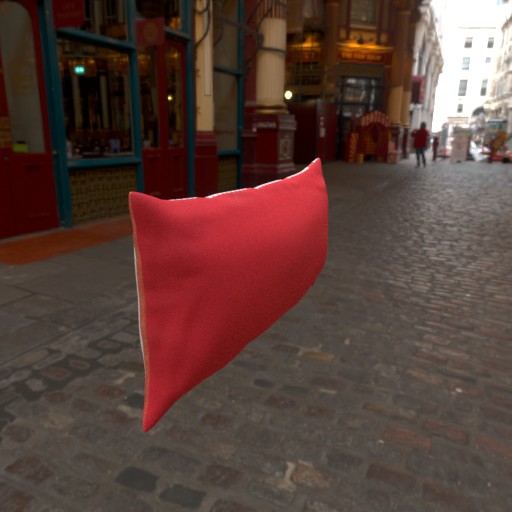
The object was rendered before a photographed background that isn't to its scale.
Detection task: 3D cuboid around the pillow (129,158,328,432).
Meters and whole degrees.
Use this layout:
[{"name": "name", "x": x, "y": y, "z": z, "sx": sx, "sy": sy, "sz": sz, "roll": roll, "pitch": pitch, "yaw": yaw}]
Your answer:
[{"name": "pillow", "x": 0.000, "y": 0.000, "z": 0.759, "sx": 0.151, "sy": 0.297, "sz": 0.608, "roll": 8, "pitch": 17, "yaw": 25}]
